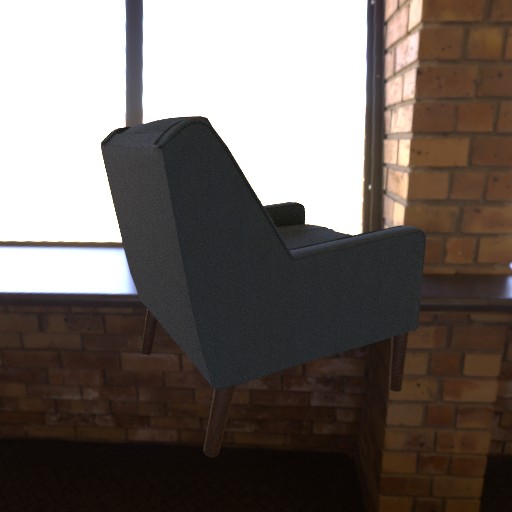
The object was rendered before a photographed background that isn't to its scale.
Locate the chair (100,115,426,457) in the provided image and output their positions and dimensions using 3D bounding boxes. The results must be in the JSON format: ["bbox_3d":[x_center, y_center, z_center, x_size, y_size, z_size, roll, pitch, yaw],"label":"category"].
[{"bbox_3d":[0.000,0.000,1.323,0.733,0.780,0.663,-8,17,-27],"label":"chair"}]
